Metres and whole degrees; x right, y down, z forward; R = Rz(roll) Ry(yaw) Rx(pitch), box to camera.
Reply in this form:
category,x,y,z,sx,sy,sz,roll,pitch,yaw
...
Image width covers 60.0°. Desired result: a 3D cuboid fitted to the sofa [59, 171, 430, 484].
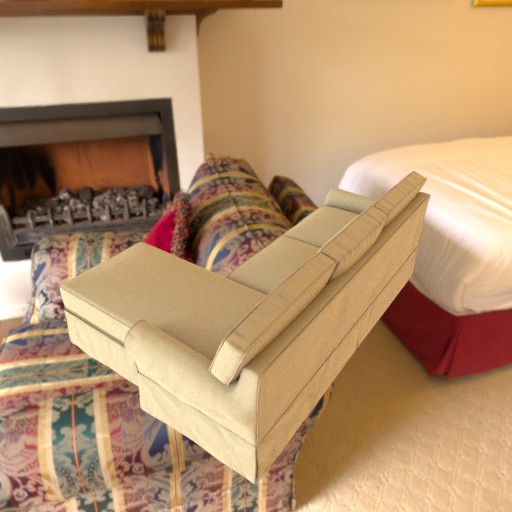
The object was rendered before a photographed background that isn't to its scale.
category,x,y,z,sx,sy,sz,roll,pitch,yaw
sofa,0.000,0.000,3.294,1.733,0.978,2.475,21,38,30
